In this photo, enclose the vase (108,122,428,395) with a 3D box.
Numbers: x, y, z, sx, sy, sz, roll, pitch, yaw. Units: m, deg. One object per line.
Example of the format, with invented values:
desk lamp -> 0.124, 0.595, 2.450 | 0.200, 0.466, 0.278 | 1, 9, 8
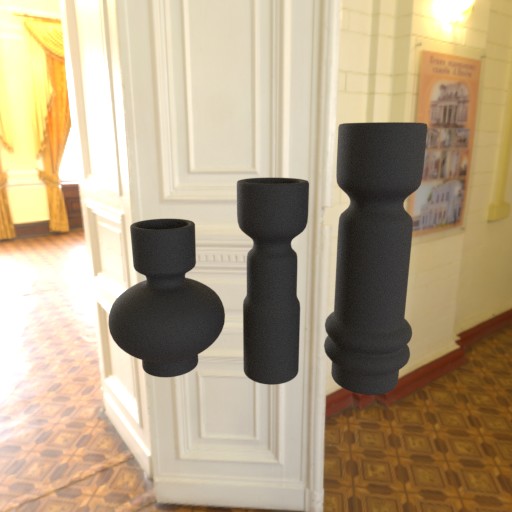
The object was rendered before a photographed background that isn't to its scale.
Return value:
vase -> 0.000, 0.000, 0.436 | 0.307, 0.249, 0.120 | 2, 15, 8
